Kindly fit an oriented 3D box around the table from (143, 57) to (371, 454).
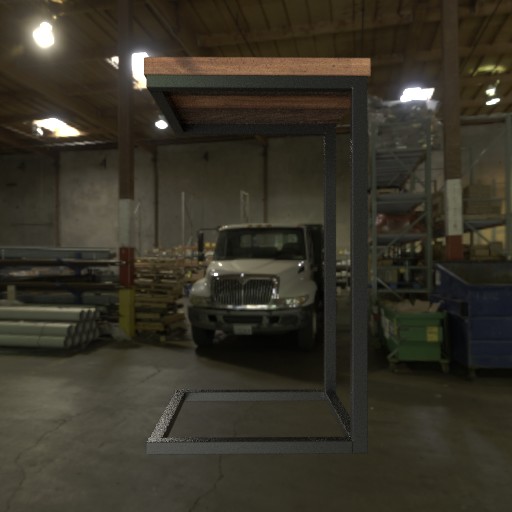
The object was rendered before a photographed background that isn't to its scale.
[{"bbox_3d":[0.000,0.000,0.961,0.414,0.718,0.323,0,0,-1],"label":"table"}]
